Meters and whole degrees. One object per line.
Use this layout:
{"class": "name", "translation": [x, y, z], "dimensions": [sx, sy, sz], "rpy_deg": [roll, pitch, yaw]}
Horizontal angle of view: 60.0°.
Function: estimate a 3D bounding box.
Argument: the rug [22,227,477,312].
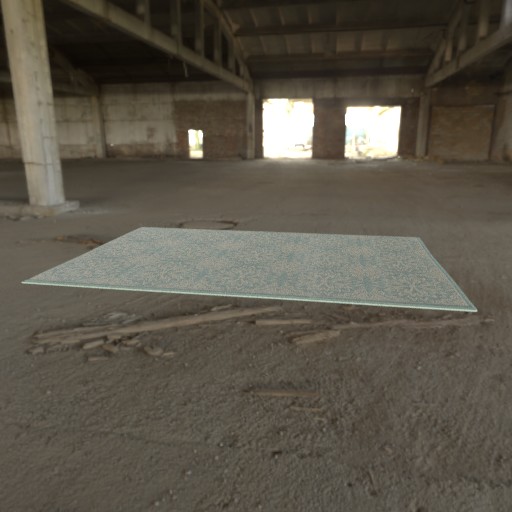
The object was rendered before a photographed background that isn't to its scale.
{"class": "rug", "translation": [0.000, 0.000, 2.330], "dimensions": [1.840, 0.012, 1.219], "rpy_deg": [3, 15, 10]}
